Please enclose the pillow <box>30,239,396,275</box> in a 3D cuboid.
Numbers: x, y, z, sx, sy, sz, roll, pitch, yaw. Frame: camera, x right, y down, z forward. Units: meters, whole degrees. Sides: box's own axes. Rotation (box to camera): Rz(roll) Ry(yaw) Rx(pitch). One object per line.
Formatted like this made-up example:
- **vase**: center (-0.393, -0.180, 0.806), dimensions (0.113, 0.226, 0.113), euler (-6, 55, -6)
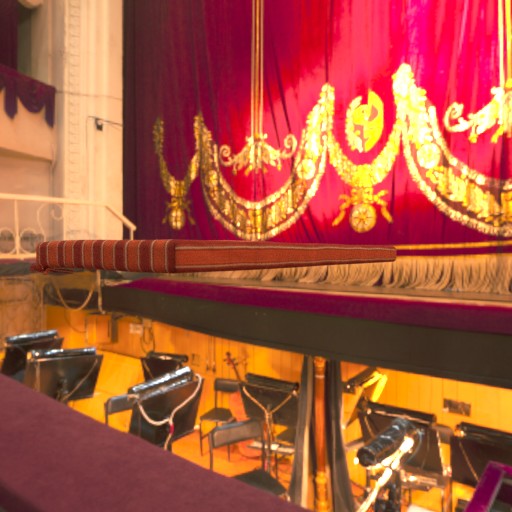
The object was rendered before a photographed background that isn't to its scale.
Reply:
- **pillow**: center (0.000, 0.000, 1.342), dimensions (0.492, 0.081, 1.187), euler (0, 1, 36)
